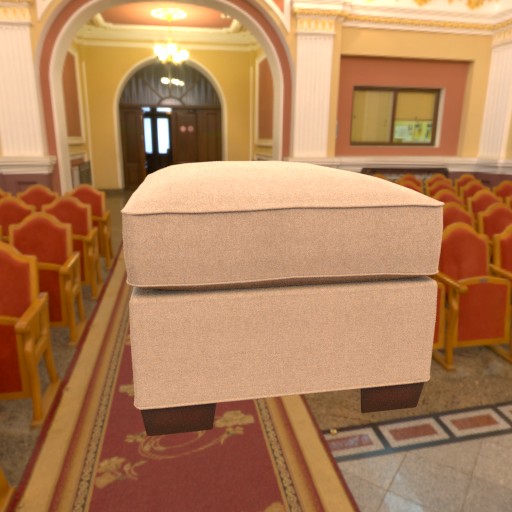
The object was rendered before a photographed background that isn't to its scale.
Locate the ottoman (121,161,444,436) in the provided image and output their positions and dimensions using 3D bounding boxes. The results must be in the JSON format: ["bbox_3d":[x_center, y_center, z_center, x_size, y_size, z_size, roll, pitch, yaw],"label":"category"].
[{"bbox_3d":[0.000,0.000,1.237,0.617,0.503,0.846,-3,15,-10],"label":"ottoman"}]
